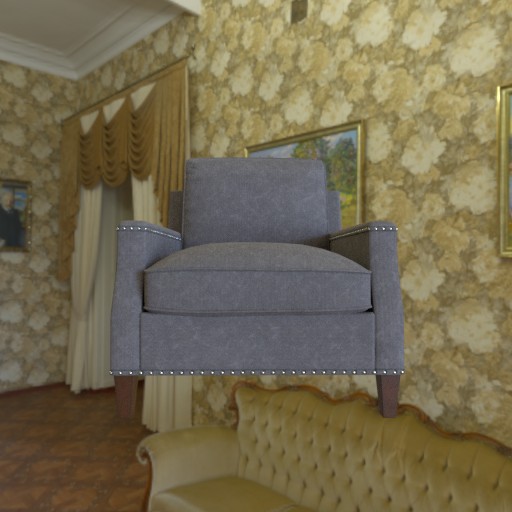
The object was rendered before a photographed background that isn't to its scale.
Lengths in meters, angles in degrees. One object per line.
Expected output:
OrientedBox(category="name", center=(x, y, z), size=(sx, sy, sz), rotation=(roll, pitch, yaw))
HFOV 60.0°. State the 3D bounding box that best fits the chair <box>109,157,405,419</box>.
OrientedBox(category="chair", center=(0.000, 0.000, 1.740), size=(0.853, 0.948, 1.014), rotation=(0, -1, -1))
